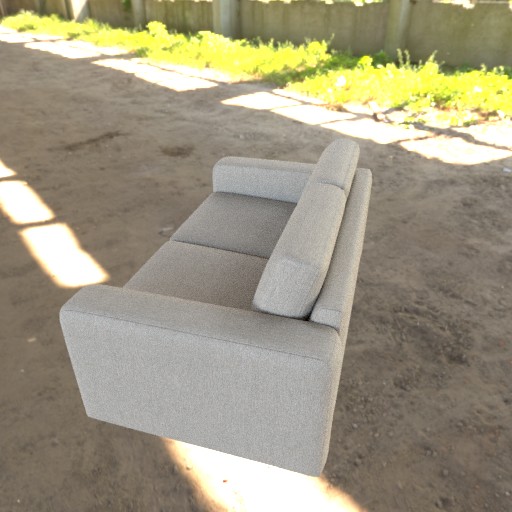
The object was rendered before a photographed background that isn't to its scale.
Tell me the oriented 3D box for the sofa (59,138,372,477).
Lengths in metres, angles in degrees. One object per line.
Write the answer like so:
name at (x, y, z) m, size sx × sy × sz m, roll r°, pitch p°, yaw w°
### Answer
sofa at (0.000, 0.000, 1.997) m, size 0.900 × 0.800 × 1.540 m, roll 9°, pitch 32°, yaw 14°
